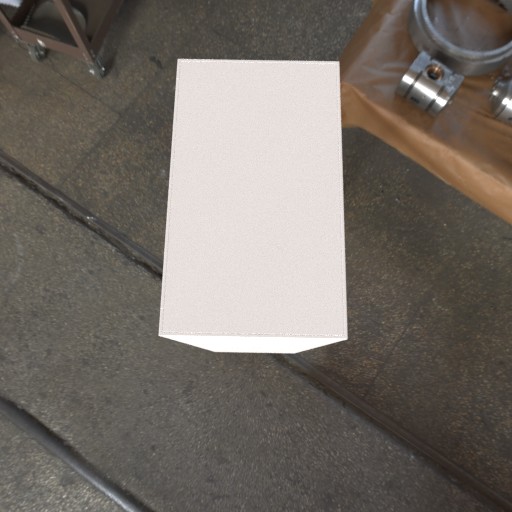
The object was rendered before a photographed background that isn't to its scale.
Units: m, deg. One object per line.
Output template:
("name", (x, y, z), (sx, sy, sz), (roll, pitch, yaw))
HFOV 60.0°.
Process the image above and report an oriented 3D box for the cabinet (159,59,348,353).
("cabinet", (0.000, 0.000, 2.406), (0.580, 1.920, 0.980), (1, 76, 0))
